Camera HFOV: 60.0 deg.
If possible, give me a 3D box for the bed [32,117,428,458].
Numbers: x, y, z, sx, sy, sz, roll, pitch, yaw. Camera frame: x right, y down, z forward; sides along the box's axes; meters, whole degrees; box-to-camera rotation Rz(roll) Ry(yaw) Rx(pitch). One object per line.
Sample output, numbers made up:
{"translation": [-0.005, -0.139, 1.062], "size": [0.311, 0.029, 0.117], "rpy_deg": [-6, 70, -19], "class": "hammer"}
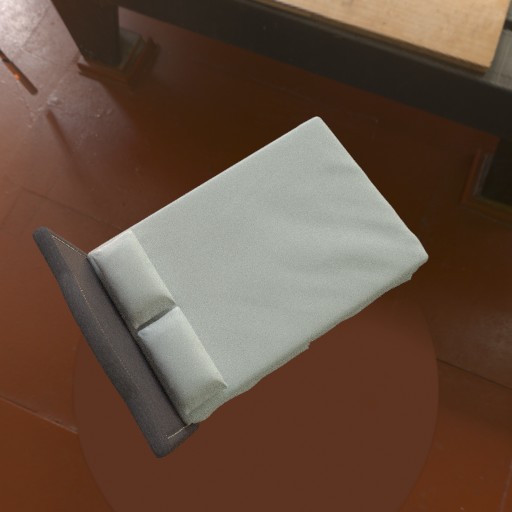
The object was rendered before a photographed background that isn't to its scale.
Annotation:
{"translation": [0.000, 0.000, 3.547], "size": [2.507, 1.441, 1.741], "rpy_deg": [-33, 78, -8], "class": "bed"}
